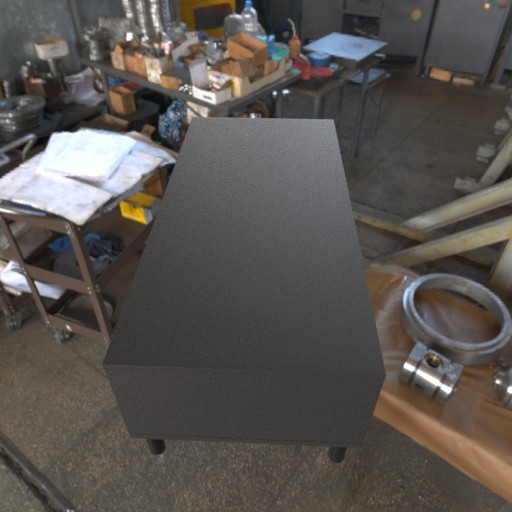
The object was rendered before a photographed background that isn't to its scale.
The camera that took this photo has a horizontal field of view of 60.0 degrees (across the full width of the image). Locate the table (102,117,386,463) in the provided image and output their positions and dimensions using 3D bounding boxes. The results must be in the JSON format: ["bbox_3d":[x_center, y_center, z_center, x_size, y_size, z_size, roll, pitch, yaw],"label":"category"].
[{"bbox_3d":[0.000,0.000,1.362,0.550,0.400,1.100,2,41,2],"label":"table"}]
